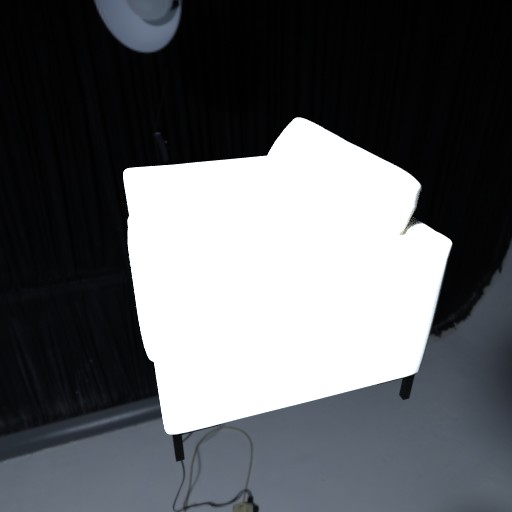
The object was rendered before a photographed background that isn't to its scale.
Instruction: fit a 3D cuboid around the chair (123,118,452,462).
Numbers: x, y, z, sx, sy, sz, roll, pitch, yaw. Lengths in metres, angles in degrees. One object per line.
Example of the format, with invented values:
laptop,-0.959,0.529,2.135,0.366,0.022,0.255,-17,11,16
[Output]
chair,0.000,0.000,1.611,0.875,0.806,0.964,-9,30,-15
